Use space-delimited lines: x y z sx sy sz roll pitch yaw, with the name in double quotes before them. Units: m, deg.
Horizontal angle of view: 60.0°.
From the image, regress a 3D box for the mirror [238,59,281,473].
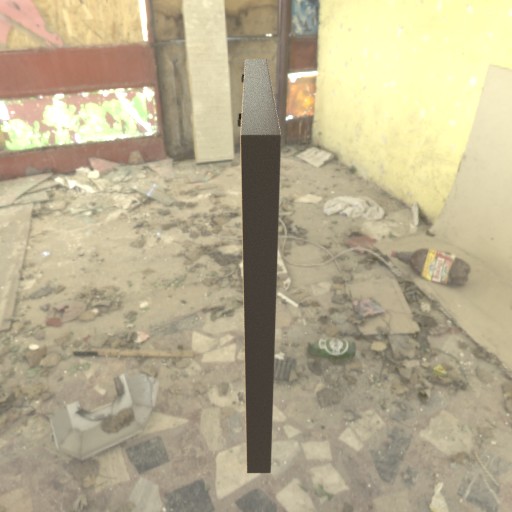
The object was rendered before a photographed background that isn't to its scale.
"mirror" 0.000 0.000 0.694 0.041 0.509 0.406 0 33 0
